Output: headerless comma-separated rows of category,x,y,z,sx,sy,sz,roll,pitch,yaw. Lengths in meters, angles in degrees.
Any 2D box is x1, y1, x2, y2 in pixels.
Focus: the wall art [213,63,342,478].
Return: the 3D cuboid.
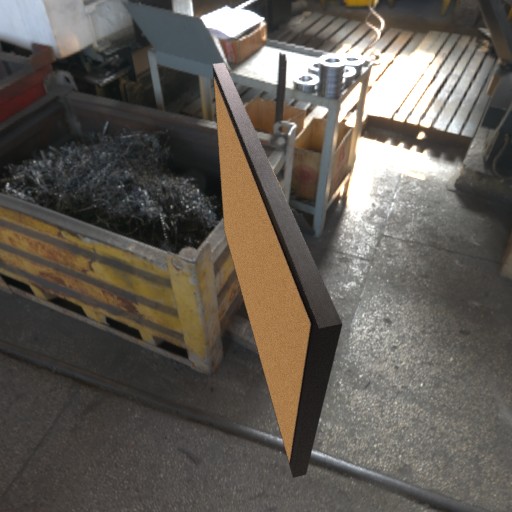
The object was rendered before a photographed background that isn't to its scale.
wall art,0.000,0.000,0.839,0.027,0.458,0.657,-10,47,-9
